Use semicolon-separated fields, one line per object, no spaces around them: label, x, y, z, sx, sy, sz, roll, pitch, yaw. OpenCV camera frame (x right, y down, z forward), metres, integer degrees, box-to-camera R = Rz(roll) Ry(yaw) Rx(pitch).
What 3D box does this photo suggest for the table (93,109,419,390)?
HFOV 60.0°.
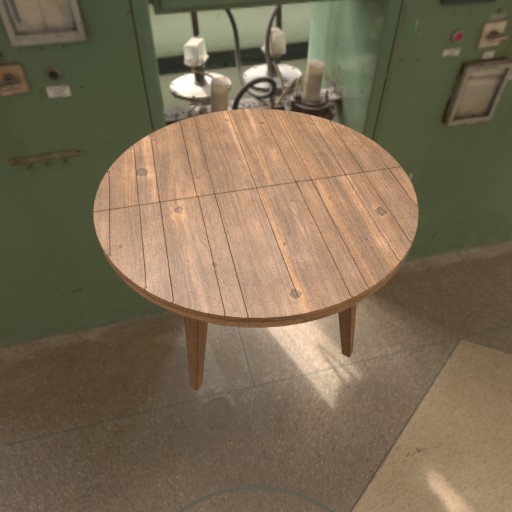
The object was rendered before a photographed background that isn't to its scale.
table;0.000;0.000;1.982;1.213;0.764;1.213;0;47;0
